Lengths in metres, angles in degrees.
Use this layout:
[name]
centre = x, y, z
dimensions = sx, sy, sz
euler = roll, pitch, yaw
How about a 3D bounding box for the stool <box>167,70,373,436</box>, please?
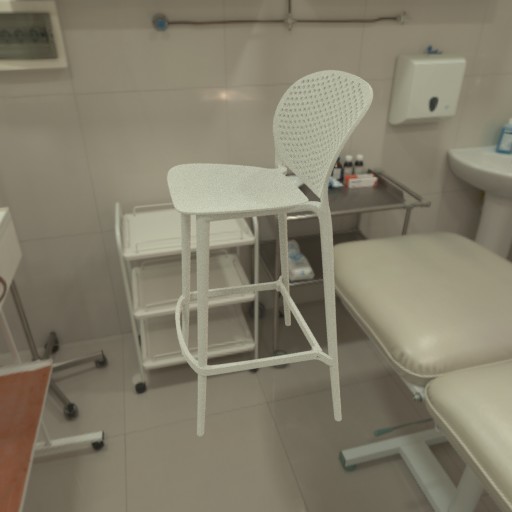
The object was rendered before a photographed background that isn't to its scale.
[stool]
centre = 0.000, 0.000, 1.385
dimensions = 0.535, 1.045, 0.536
euler = -8, 31, -13
